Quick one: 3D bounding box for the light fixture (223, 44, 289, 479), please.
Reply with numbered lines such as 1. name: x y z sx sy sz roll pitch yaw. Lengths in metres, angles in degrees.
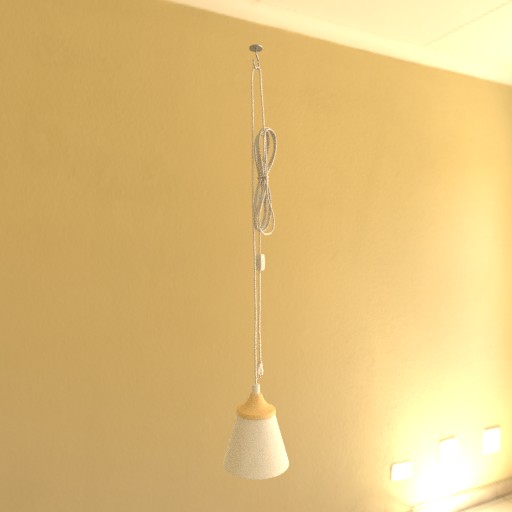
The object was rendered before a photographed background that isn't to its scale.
1. light fixture: 0.000 0.000 1.031 0.153 0.966 0.153 0 1 -35
